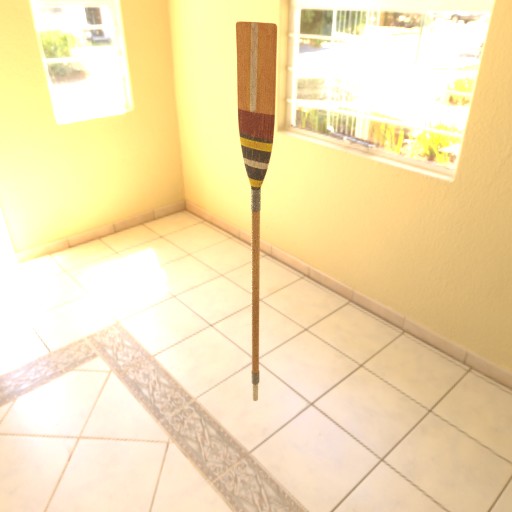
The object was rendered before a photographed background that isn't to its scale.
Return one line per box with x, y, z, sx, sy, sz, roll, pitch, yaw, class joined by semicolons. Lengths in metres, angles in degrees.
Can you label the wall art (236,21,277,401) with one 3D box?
0.000;0.000;1.665;0.146;1.556;0.038;22;37;32;wall art
